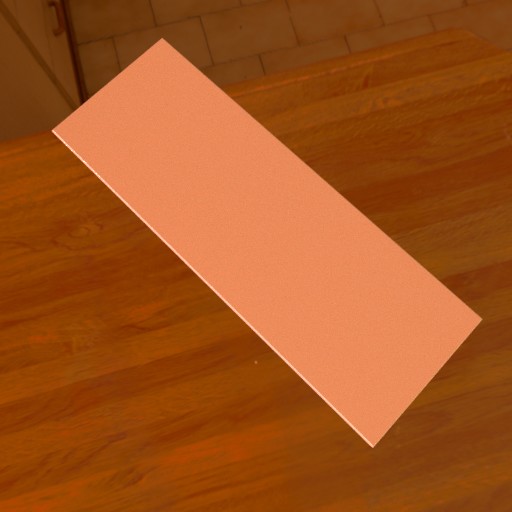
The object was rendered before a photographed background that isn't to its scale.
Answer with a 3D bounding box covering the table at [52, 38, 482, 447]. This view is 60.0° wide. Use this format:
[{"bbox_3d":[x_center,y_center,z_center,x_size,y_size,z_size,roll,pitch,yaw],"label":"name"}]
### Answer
[{"bbox_3d":[0.000,0.000,1.422,1.067,0.749,0.381,43,80,9],"label":"table"}]
